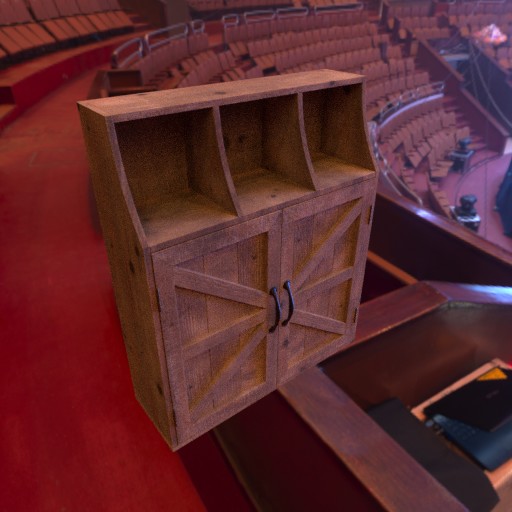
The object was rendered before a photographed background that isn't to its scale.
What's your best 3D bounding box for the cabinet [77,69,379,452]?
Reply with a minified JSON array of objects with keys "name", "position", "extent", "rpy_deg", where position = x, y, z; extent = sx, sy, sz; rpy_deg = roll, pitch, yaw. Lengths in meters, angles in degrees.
[{"name":"cabinet","position":[0.000,0.000,0.832],"extent":[0.489,0.590,0.184],"rpy_deg":[-22,37,-32]}]
